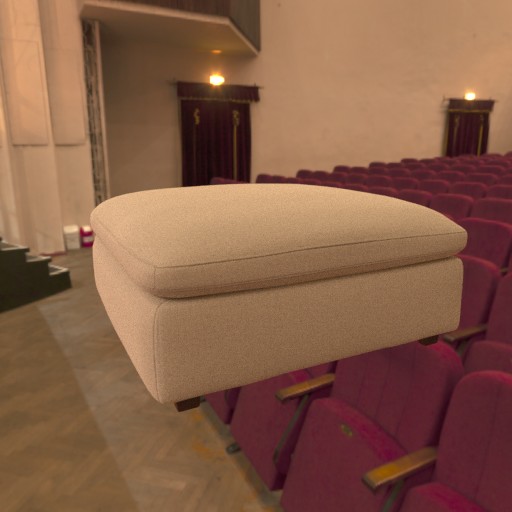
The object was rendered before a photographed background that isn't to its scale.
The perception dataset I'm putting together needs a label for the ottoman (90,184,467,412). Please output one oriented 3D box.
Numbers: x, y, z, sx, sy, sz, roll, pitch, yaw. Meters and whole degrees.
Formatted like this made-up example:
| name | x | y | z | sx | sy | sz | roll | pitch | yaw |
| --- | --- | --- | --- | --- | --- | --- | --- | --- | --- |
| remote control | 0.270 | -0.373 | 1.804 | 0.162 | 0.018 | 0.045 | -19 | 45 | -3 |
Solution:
| name | x | y | z | sx | sy | sz | roll | pitch | yaw |
| --- | --- | --- | --- | --- | --- | --- | --- | --- | --- |
| ottoman | 0.000 | 0.000 | 1.536 | 0.996 | 0.467 | 0.977 | -7 | 15 | -26 |
